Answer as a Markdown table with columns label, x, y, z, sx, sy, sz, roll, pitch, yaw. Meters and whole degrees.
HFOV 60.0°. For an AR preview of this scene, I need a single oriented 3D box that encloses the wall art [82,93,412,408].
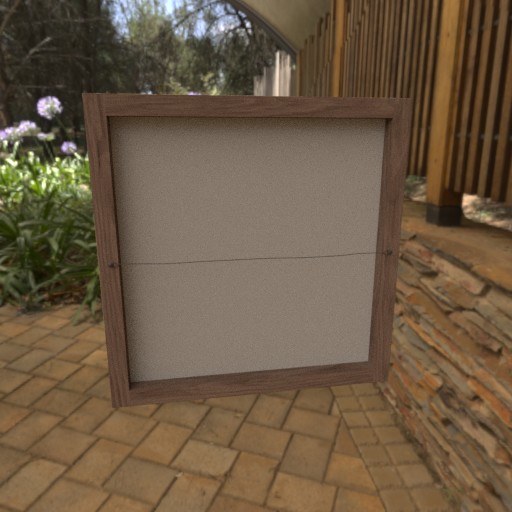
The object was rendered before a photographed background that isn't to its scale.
| label | x | y | z | sx | sy | sz | roll | pitch | yaw |
| --- | --- | --- | --- | --- | --- | --- | --- | --- | --- |
| wall art | 0.000 | 0.000 | 0.903 | 0.609 | 0.613 | 0.041 | -3 | 15 | -10 |
